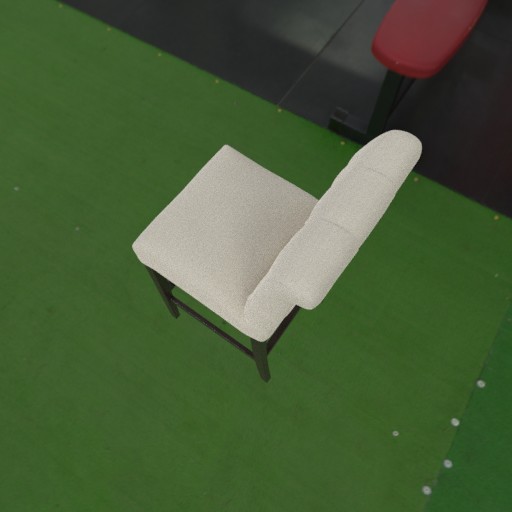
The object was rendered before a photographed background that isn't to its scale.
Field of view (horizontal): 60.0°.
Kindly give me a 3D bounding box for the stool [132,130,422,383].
[{"bbox_3d":[0.000,0.000,1.451,0.610,1.118,0.482,33,68,15],"label":"stool"}]
